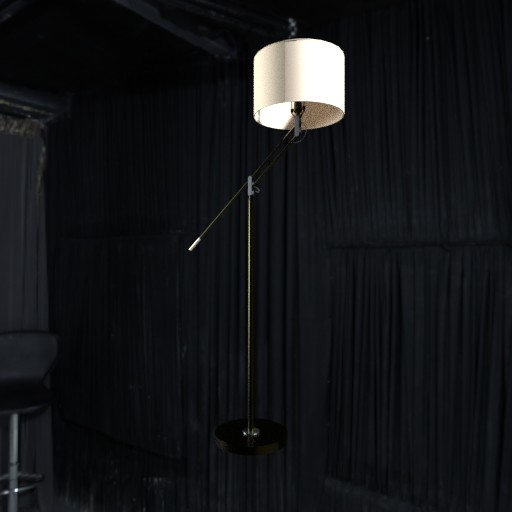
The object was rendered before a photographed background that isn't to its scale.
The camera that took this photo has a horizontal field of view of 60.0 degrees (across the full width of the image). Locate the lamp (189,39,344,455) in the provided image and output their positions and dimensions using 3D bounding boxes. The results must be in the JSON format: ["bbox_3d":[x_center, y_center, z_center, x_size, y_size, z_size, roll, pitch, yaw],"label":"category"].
[{"bbox_3d":[0.000,0.000,1.968,0.809,1.635,0.373,0,0,36],"label":"lamp"}]
